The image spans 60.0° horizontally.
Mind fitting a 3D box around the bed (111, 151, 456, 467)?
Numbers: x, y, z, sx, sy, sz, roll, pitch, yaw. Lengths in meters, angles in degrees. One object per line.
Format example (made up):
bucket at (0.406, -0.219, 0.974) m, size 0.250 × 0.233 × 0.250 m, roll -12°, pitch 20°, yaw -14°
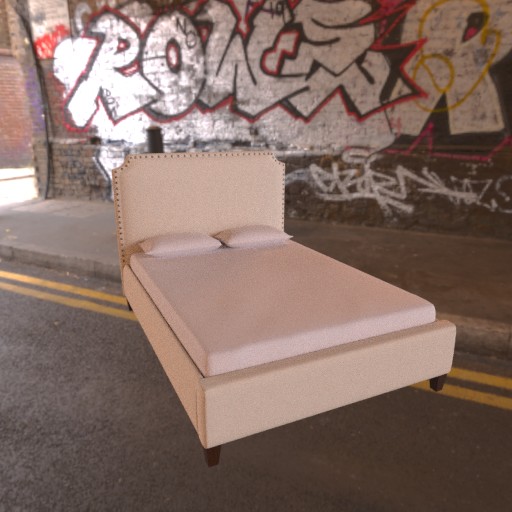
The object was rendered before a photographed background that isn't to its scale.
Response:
bed at (0.000, 0.000, 3.388) m, size 1.712 × 1.443 × 2.372 m, roll -8°, pitch 18°, yaw -24°
